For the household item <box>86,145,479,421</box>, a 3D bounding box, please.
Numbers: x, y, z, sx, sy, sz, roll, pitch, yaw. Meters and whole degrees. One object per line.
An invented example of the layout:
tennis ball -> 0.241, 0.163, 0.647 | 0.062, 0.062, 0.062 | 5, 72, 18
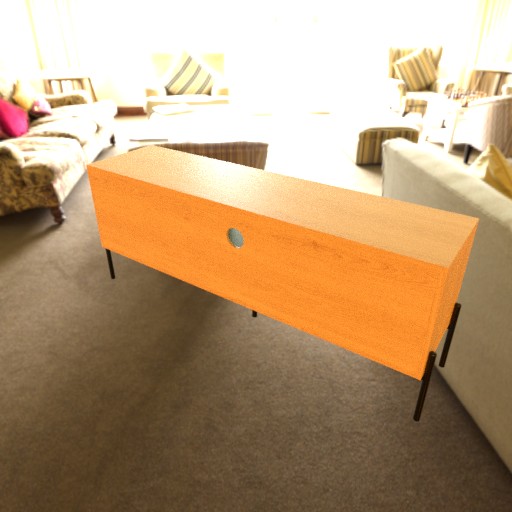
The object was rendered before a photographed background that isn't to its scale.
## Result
household item -> 0.000, 0.000, 1.824 | 1.550, 0.600, 0.400 | 19, 35, 30
